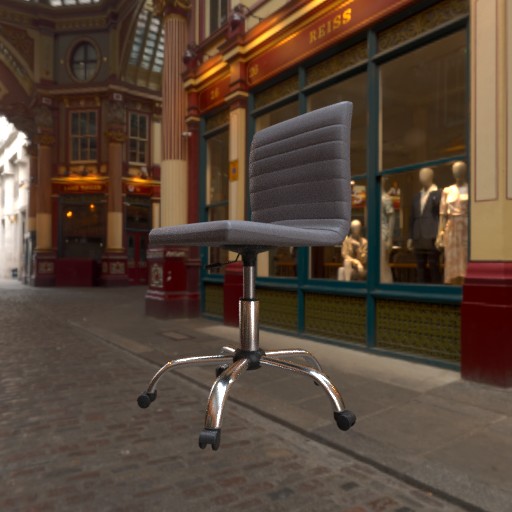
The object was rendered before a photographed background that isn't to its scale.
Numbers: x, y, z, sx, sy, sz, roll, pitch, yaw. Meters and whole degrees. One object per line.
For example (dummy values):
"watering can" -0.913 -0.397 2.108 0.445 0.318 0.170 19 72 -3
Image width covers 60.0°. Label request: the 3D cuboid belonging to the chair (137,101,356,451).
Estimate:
"chair" 0.000 0.000 1.168 0.530 0.780 0.556 0 0 -37
